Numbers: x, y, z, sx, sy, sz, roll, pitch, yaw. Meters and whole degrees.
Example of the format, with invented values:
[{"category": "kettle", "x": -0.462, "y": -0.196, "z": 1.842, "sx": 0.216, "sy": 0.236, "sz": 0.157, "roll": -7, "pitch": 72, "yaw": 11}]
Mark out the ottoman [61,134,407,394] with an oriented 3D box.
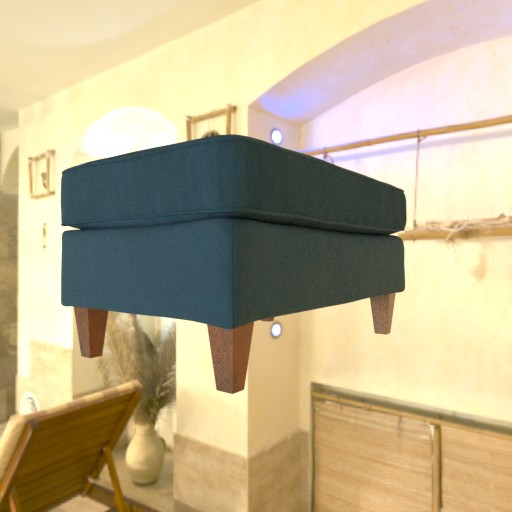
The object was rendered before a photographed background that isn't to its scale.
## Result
[{"category": "ottoman", "x": 0.000, "y": 0.000, "z": 1.230, "sx": 0.583, "sy": 0.484, "sz": 0.862, "roll": 0, "pitch": 0, "yaw": 37}]
